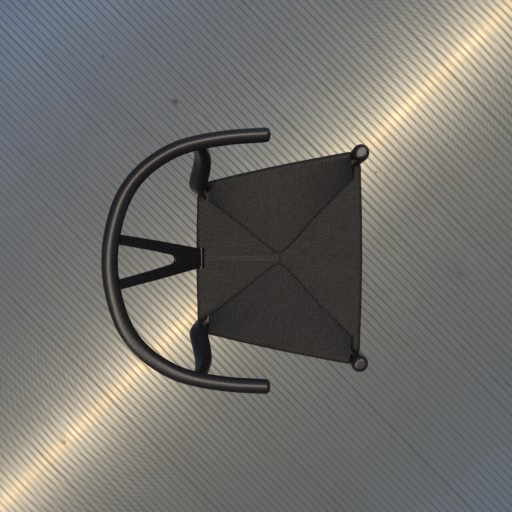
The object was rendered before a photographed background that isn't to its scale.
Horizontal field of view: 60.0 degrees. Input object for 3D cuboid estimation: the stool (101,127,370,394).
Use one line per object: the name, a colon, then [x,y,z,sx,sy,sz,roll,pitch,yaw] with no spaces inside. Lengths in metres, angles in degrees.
stool: [0.000,0.000,1.388,0.579,1.072,0.569,0,91,2]
